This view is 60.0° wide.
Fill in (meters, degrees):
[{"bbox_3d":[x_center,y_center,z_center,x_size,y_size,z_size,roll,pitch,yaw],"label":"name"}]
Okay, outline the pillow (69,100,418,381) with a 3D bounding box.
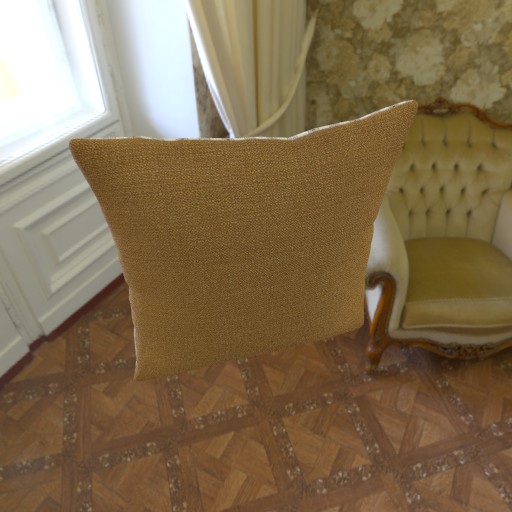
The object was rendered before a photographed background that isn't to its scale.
[{"bbox_3d":[0.000,0.000,0.664,0.432,0.437,0.147,-12,41,-14],"label":"pillow"}]
